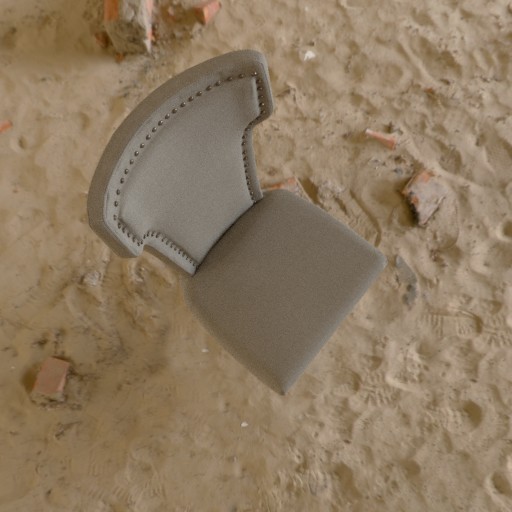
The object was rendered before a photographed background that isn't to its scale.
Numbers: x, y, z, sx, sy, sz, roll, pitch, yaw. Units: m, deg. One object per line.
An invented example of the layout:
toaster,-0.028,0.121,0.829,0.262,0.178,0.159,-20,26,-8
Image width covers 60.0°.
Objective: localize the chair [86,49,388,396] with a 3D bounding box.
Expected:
chair,0.000,0.000,1.296,0.630,0.955,0.526,39,78,10
